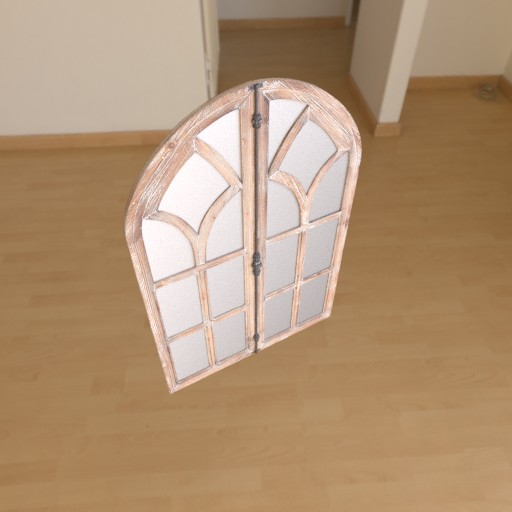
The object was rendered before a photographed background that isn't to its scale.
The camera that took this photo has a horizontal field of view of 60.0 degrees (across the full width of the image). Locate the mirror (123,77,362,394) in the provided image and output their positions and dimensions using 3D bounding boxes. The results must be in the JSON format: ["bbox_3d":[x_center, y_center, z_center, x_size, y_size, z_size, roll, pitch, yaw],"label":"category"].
[{"bbox_3d":[0.000,0.000,1.151,0.609,0.915,0.032,-22,49,-20],"label":"mirror"}]
